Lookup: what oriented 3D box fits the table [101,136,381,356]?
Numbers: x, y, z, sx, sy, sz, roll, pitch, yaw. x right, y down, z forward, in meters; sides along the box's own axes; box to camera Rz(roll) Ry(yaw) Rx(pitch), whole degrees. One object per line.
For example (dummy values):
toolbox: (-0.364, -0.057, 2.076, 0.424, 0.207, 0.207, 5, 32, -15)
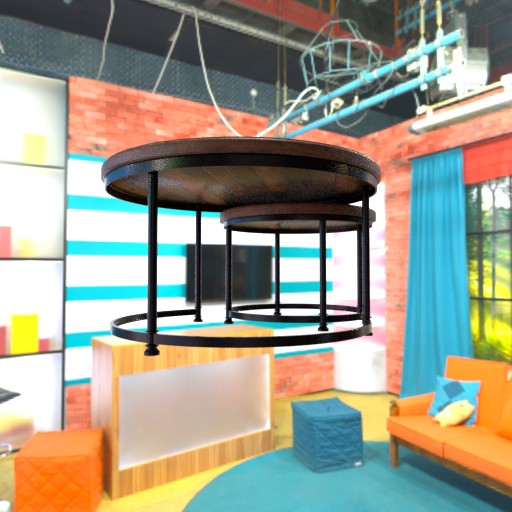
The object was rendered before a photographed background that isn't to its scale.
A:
table: (0.000, 0.000, 1.572, 0.870, 0.516, 1.152, -1, -2, 19)
